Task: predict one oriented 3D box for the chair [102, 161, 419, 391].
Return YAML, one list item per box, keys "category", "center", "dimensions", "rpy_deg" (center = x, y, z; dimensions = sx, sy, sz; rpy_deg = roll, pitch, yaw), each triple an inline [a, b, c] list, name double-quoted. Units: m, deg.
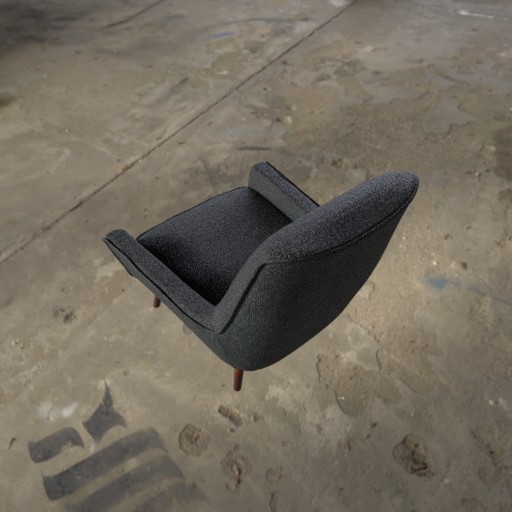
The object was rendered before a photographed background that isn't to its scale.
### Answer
- category: "chair"
  center: [0.000, 0.000, 1.543]
  dimensions: [0.763, 0.883, 0.859]
  rpy_deg: [-30, 53, -26]
